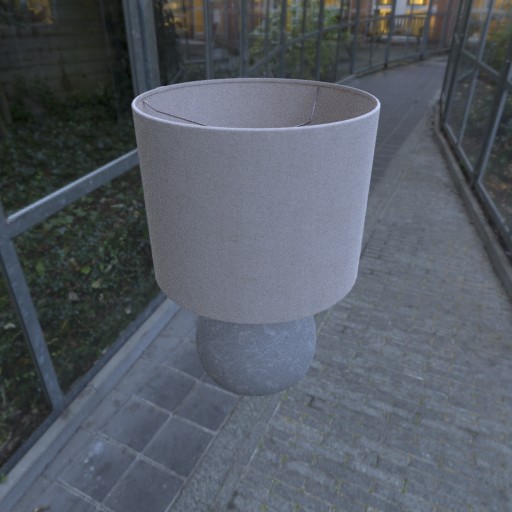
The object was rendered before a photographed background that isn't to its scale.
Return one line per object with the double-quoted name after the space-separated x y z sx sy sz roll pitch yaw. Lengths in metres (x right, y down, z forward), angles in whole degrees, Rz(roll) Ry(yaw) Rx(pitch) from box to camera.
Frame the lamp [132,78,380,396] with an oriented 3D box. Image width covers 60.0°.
0.000 0.000 0.596 0.269 0.409 0.269 22 37 33 "lamp"
